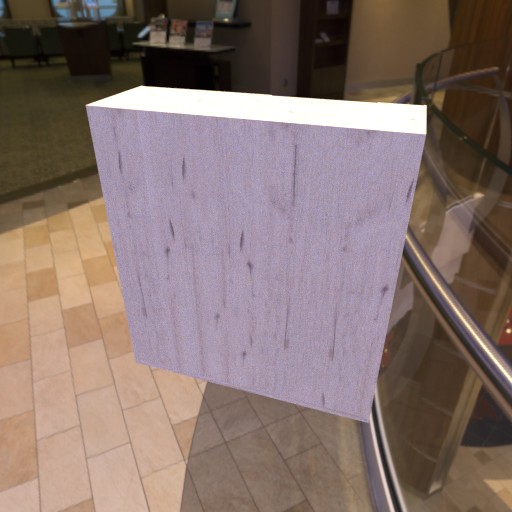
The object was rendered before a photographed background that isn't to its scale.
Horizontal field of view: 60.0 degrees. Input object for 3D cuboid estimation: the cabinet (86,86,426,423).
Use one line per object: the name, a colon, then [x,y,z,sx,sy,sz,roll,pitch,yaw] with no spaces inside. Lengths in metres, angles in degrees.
cabinet: [0.000,0.000,3.305,2.000,2.180,0.660,10,33,16]
